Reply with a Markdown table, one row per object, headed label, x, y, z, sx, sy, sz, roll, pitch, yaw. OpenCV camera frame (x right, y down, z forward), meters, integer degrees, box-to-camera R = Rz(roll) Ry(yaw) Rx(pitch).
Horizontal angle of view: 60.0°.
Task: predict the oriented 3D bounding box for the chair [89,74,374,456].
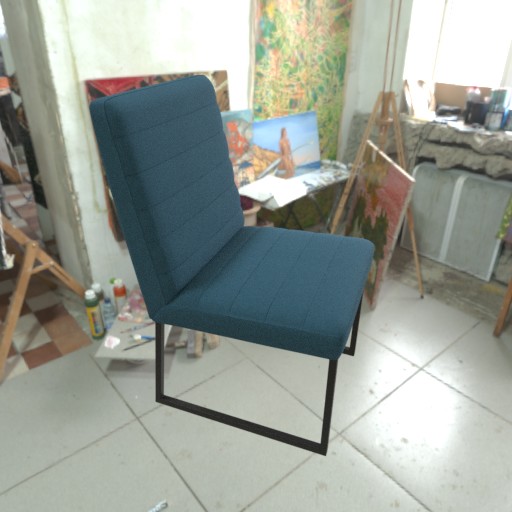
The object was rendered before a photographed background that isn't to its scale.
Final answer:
| label | x | y | z | sx | sy | sz | roll | pitch | yaw |
| --- | --- | --- | --- | --- | --- | --- | --- | --- | --- |
| chair | 0.000 | 0.000 | 1.303 | 0.634 | 0.930 | 0.520 | 10 | 30 | 18 |
